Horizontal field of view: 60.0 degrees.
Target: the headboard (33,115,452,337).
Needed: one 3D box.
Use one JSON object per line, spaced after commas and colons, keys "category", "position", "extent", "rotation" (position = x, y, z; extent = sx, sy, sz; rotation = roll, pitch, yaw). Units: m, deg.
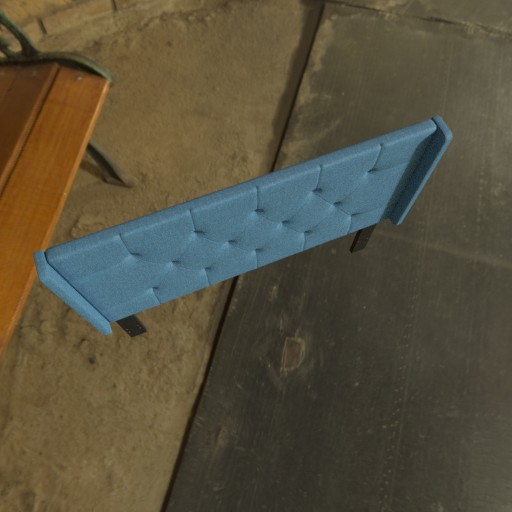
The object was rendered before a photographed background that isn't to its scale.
{"category": "headboard", "position": [0.000, 0.000, 2.754], "extent": [2.051, 1.524, 0.184], "rotation": [-20, 67, -9]}
